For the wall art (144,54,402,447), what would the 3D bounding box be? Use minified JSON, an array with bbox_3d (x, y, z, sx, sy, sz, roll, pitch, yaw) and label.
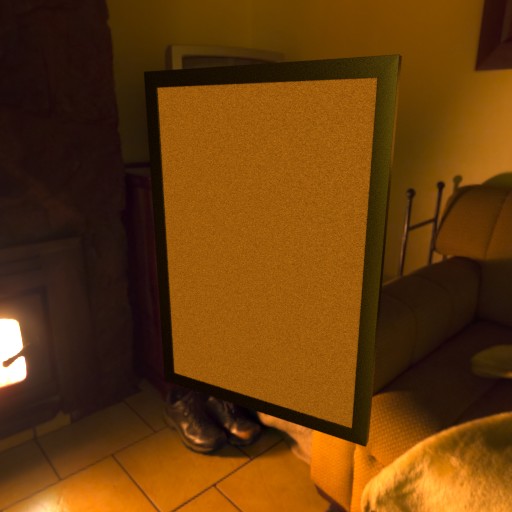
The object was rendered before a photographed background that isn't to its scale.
[{"bbox_3d":[0.000,0.000,0.542,0.304,0.432,0.013,9,19,27],"label":"wall art"}]
